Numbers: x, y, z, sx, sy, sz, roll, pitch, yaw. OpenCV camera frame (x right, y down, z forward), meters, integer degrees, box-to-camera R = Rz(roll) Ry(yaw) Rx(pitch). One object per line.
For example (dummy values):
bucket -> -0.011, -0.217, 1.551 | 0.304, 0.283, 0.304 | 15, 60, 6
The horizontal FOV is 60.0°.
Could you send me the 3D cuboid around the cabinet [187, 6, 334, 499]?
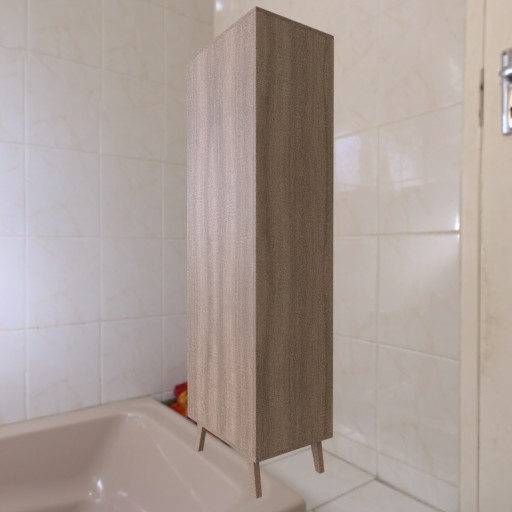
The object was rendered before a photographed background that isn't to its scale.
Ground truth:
cabinet -> 0.000, 0.000, 1.993 | 0.400, 1.850, 0.570 | -1, 1, -35
